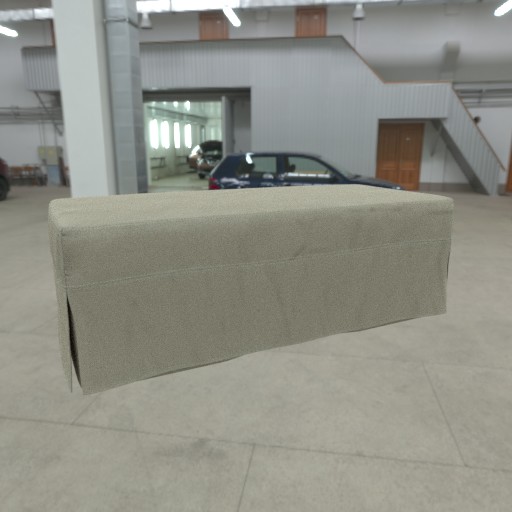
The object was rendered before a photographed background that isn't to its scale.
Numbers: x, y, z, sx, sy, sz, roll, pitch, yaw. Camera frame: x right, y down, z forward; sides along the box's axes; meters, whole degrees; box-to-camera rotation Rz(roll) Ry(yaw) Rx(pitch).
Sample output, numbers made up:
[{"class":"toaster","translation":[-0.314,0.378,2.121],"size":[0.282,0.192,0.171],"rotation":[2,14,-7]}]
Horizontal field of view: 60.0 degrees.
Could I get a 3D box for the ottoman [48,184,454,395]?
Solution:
[{"class":"ottoman","translation":[0.000,0.000,1.648],"size":[1.388,0.457,0.665],"rotation":[-7,16,-25]}]
